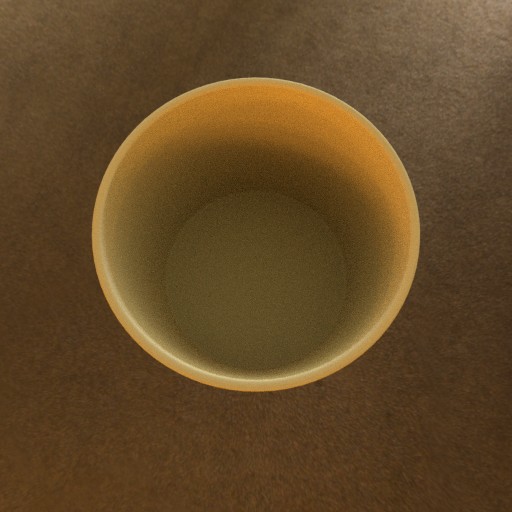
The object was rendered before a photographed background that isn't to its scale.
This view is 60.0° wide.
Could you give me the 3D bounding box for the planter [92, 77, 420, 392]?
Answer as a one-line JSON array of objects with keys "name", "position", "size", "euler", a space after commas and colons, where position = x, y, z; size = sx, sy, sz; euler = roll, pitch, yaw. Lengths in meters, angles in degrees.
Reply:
[{"name": "planter", "position": [0.000, 0.000, 0.397], "size": [0.221, 0.201, 0.221], "euler": [0, 76, 0]}]
